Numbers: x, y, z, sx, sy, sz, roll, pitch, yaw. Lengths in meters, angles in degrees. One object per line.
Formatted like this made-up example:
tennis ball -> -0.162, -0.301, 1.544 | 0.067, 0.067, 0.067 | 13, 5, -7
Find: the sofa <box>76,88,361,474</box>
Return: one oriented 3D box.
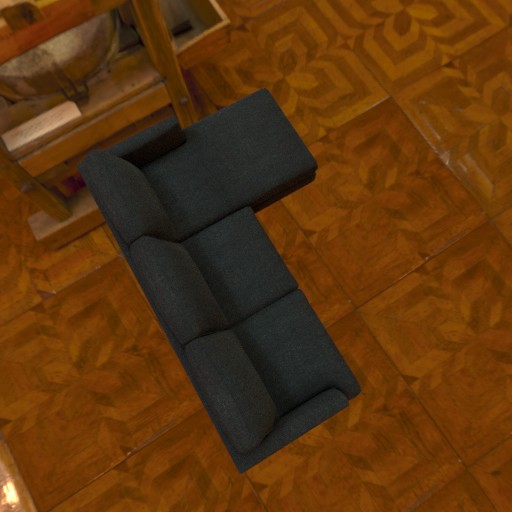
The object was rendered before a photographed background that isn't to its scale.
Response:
sofa -> 0.000, 0.000, 3.034 | 1.504, 0.956, 2.233 | -30, 78, -7
